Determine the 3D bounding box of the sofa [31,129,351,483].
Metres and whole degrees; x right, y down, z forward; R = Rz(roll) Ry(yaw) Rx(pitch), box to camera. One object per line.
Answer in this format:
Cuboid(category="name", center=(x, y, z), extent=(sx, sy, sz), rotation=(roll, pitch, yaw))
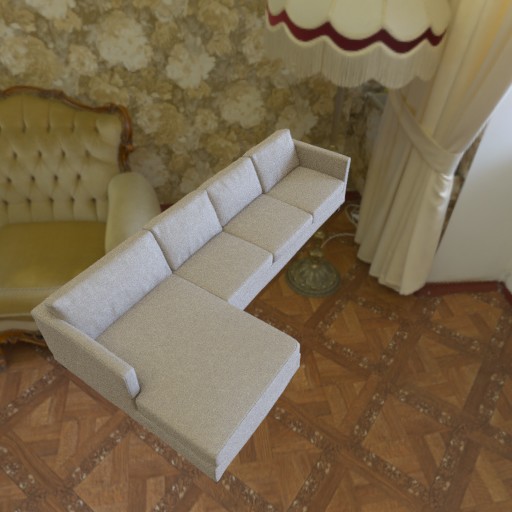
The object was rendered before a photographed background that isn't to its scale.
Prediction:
Cuboid(category="sofa", center=(0.000, 0.000, 3.849), extent=(1.625, 0.846, 3.186), rotation=(25, 48, 25))
